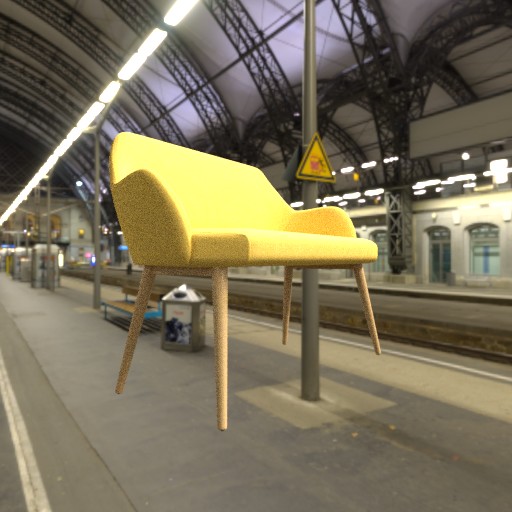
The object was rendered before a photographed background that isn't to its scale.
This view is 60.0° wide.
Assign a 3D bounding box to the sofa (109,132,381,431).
[{"bbox_3d":[0.000,0.000,1.631,0.610,0.840,1.150,0,0,36],"label":"sofa"}]
